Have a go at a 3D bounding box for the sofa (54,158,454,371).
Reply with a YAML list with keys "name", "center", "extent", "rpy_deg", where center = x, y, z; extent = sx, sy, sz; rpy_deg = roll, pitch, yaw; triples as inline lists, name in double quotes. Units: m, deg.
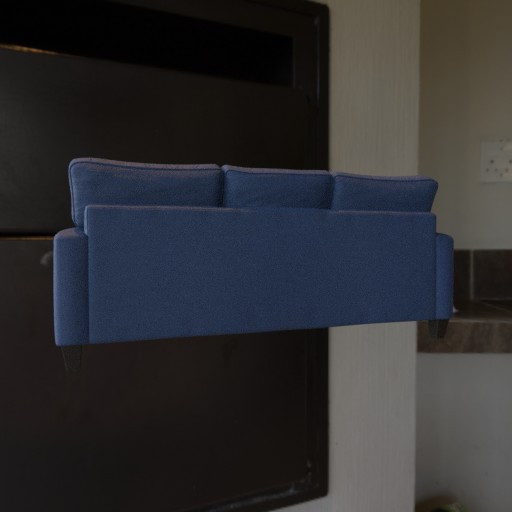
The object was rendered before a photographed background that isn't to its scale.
- name: "sofa"
  center: [0.000, 0.000, 2.667]
  extent: [2.158, 0.965, 0.951]
  rpy_deg: [-1, 2, -19]
